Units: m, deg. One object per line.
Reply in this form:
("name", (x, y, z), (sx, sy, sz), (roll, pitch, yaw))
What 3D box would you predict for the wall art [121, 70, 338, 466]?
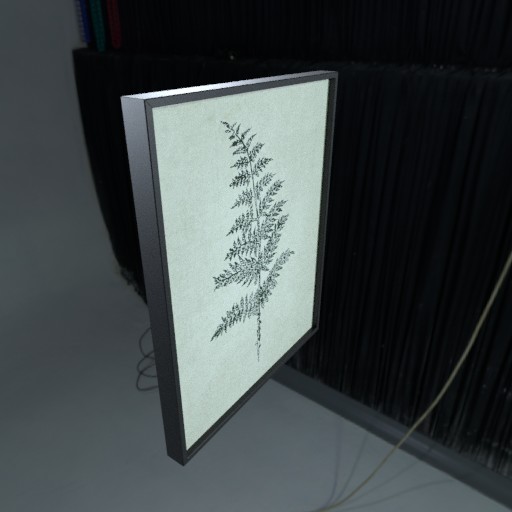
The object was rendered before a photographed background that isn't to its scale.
("wall art", (0.000, 0.000, 0.753), (0.039, 0.555, 0.449), (18, 32, 31))
